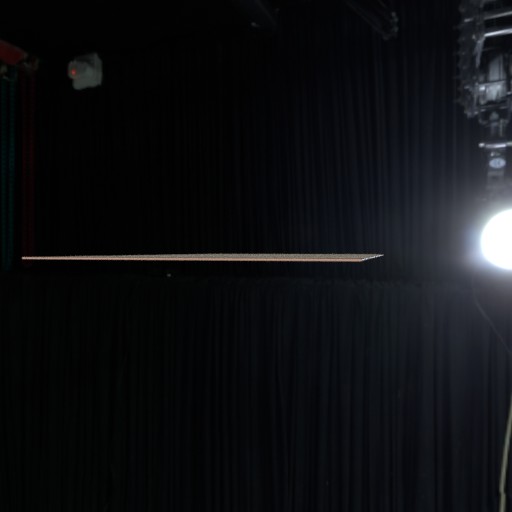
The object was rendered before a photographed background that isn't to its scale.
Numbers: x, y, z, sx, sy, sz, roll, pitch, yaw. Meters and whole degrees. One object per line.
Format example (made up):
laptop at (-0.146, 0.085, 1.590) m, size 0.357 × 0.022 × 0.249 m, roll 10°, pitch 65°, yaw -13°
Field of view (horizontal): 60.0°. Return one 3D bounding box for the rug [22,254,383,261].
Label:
rug at (0.000, 0.000, 2.306) m, size 1.219 × 0.008 × 1.829 m, roll 0°, pitch 1°, yaw 18°
